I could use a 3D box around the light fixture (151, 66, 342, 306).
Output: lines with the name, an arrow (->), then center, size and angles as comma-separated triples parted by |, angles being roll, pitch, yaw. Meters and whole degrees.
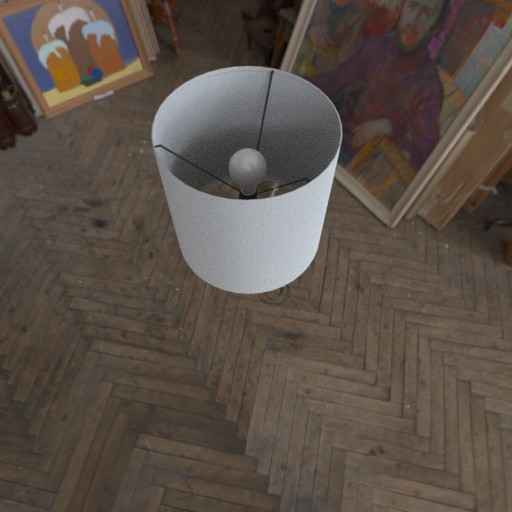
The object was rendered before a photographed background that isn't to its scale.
light fixture -> 0.000, 0.000, 0.704 | 0.188, 0.589, 0.248 | 15, 60, 9
